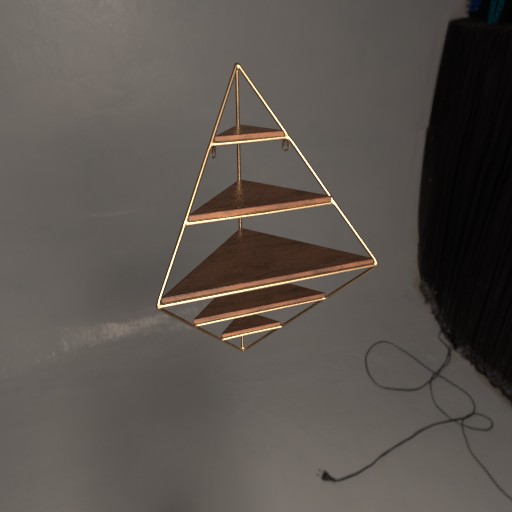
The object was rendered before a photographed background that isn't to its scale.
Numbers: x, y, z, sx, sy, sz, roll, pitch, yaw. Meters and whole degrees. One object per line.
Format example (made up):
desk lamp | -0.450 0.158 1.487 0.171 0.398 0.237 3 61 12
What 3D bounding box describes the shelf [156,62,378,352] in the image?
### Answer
shelf | 0.000 0.000 1.173 0.564 0.913 0.294 -10 32 -16
